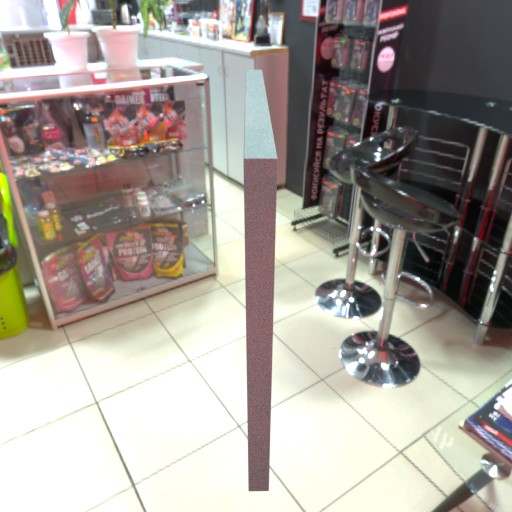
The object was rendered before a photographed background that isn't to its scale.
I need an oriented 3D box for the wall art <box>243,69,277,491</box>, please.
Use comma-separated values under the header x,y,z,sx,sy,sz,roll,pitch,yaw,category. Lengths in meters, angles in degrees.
x,y,z,sx,sy,sz,roll,pitch,yaw,category
0.000,0.000,0.881,0.036,0.603,0.603,0,31,-1,wall art
